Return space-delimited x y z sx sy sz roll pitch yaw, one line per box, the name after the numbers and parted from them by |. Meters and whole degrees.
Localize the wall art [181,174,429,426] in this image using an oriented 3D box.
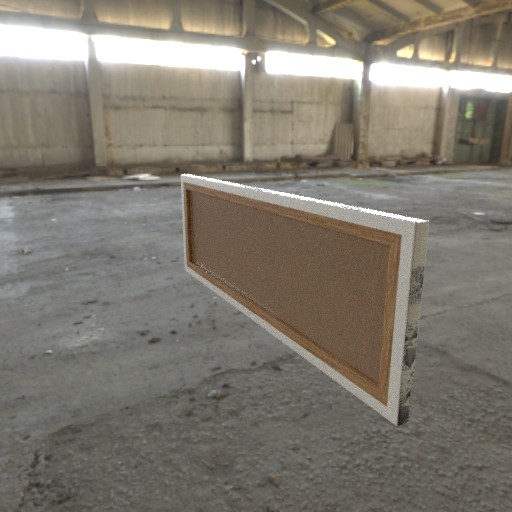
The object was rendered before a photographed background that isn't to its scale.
0.000 0.000 1.675 0.044 0.507 1.520 -8 17 -28 | wall art
